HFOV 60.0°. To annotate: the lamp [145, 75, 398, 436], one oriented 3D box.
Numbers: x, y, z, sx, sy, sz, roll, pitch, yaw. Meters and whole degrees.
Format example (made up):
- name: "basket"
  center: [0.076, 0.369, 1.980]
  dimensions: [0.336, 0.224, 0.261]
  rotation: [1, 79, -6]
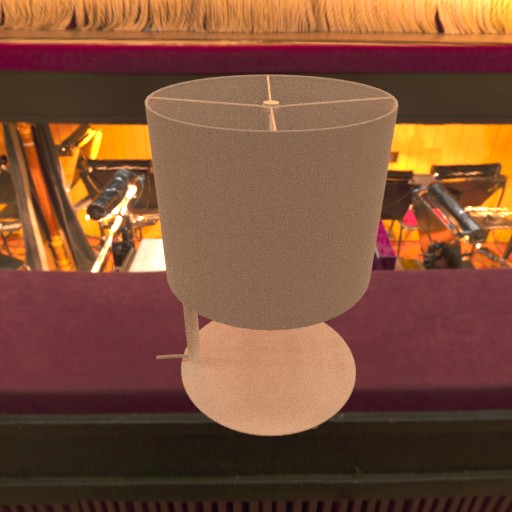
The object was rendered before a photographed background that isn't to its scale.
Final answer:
- name: "lamp"
  center: [0.000, 0.000, 0.656]
  dimensions: [0.341, 0.454, 0.299]
  rotation: [0, 32, 0]
